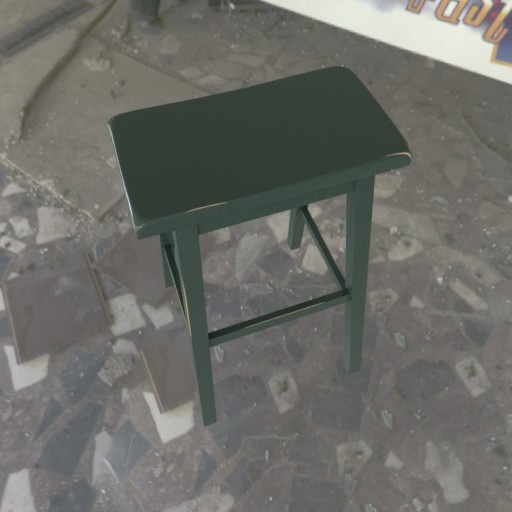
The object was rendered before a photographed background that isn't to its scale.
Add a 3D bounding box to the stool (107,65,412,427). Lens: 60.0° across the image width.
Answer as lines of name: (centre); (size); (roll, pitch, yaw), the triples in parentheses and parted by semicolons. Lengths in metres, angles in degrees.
stool: (0.000, 0.000, 1.023); (0.457, 0.737, 0.476); (-17, 59, -10)
